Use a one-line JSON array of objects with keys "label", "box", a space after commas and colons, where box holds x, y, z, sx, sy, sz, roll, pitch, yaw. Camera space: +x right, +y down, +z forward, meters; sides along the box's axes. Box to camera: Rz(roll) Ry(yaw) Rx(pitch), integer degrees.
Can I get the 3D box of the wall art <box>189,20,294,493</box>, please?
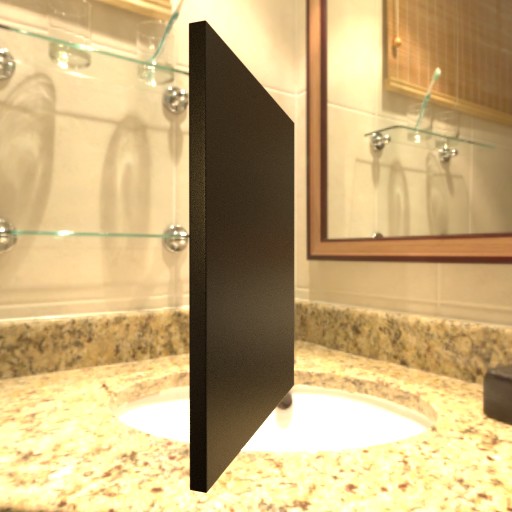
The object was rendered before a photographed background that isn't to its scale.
[{"label": "wall art", "box": [0.000, 0.000, 1.574, 0.053, 1.194, 0.950, 0, 1, 18]}]
